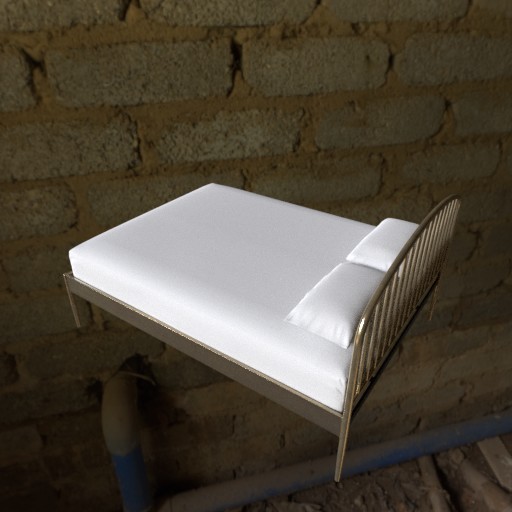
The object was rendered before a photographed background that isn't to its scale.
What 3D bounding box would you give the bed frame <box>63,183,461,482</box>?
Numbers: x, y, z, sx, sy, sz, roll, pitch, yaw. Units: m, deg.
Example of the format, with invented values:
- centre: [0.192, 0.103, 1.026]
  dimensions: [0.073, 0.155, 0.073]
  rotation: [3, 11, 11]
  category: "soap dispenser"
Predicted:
- centre: [0.000, 0.000, 3.045]
  dimensions: [2.152, 1.175, 1.612]
  rotation: [20, 36, 30]
  category: "bed frame"
